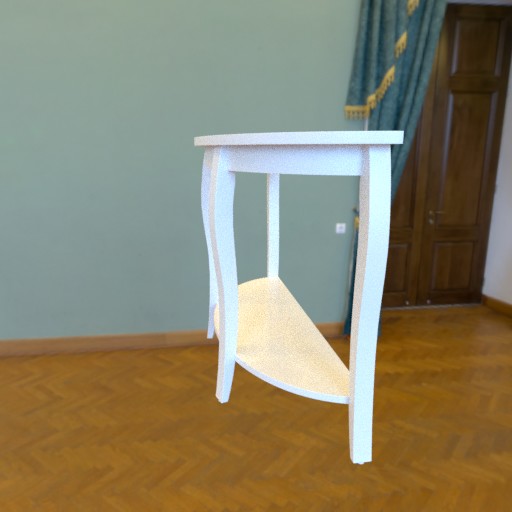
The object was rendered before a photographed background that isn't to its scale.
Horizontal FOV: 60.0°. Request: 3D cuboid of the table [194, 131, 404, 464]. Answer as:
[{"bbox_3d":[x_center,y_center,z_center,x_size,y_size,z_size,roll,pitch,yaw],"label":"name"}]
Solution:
[{"bbox_3d":[0.000,0.000,1.517,0.394,0.780,1.219,-2,14,-9],"label":"table"}]
